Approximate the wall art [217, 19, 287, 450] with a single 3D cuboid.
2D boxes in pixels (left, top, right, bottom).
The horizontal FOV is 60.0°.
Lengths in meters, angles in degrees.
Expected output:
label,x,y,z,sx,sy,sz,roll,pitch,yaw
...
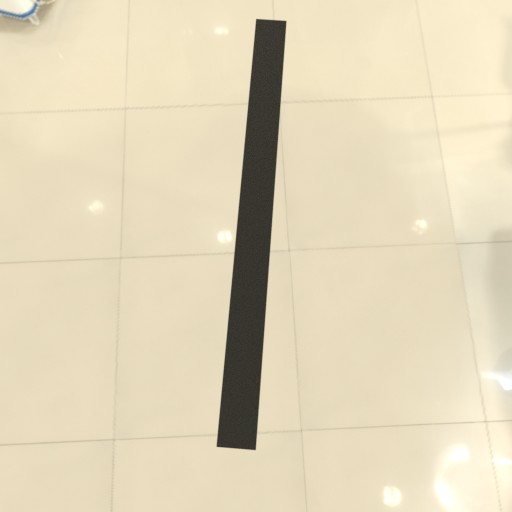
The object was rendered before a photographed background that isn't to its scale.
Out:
label,x,y,z,sx,sy,sz,roll,pitch,yaw
wall art,0.000,0.000,0.534,0.029,0.330,0.381,4,75,1
